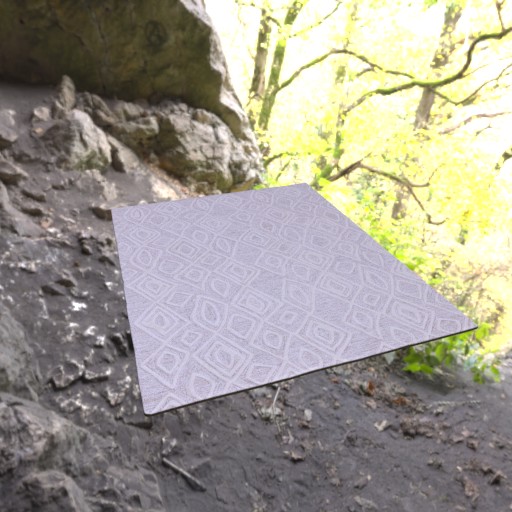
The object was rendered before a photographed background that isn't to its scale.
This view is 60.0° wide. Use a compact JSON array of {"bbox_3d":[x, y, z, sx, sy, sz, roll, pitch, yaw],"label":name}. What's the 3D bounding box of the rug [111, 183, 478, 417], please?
[{"bbox_3d":[0.000,0.000,4.160,2.449,0.025,3.049,-10,32,-16],"label":"rug"}]
